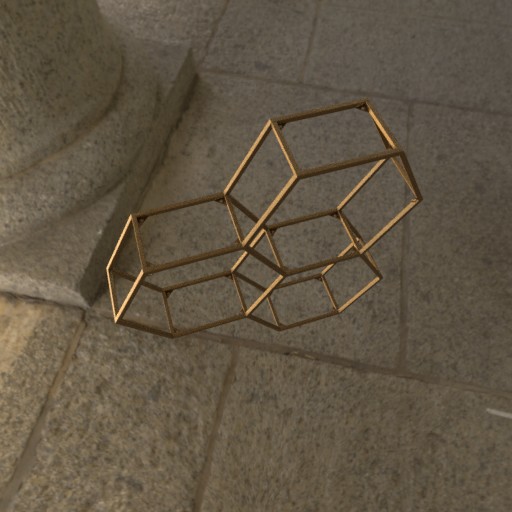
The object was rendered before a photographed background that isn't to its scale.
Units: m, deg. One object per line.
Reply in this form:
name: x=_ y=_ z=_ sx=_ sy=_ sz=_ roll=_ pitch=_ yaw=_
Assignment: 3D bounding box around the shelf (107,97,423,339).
shelf: x=0.000 y=0.000 z=1.086 sx=0.708 sy=0.701 sz=0.150 roll=-15 pitch=60 yaw=-9
